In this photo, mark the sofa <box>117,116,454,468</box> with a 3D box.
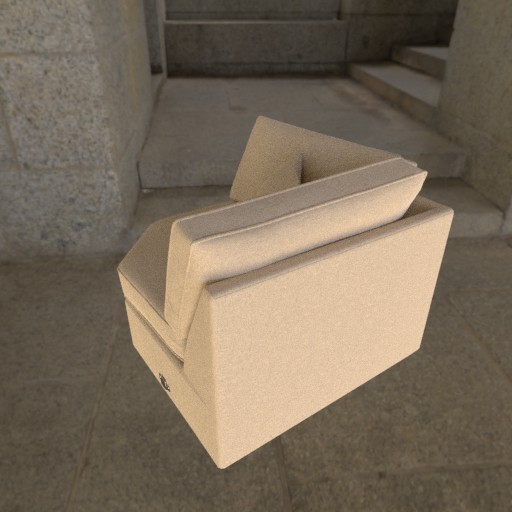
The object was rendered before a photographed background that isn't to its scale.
[{"bbox_3d":[0.000,0.000,1.864,1.042,0.937,1.050,-20,36,-29],"label":"sofa"}]
